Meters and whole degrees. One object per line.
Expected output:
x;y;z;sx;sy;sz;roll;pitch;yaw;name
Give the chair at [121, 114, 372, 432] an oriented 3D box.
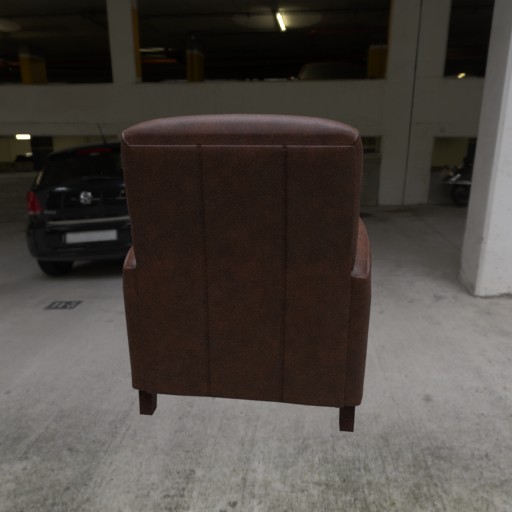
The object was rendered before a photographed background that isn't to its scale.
0.000;0.000;1.702;0.839;1.010;0.850;2;16;7;chair
